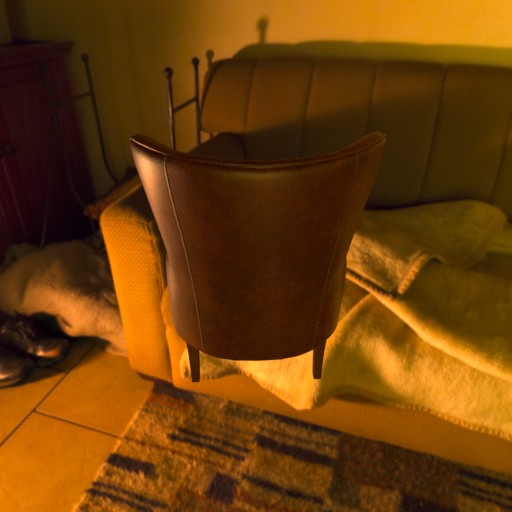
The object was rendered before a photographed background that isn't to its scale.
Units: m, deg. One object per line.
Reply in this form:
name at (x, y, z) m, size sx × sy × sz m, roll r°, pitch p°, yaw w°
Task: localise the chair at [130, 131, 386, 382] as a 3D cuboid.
chair at (0.000, 0.000, 1.645) m, size 0.692 × 1.048 × 0.914 m, roll -1°, pitch 31°, yaw -2°
